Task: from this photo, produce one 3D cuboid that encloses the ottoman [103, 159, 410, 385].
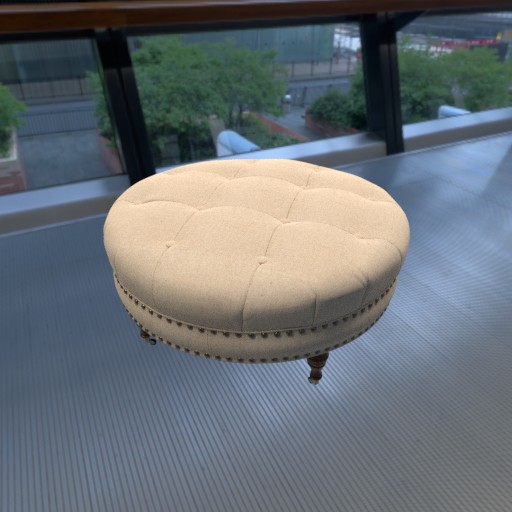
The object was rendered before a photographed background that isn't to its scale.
[{"bbox_3d":[0.000,0.000,1.487,0.940,0.483,0.940,0,31,0],"label":"ottoman"}]
